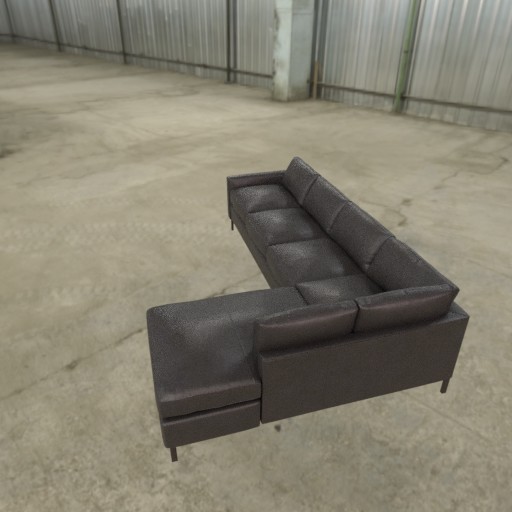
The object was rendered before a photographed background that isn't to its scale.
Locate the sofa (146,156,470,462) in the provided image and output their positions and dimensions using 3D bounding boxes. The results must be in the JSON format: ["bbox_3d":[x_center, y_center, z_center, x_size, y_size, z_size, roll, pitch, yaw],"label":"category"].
[{"bbox_3d":[0.000,0.000,3.811,1.938,0.877,2.984,-8,31,-14],"label":"sofa"}]
